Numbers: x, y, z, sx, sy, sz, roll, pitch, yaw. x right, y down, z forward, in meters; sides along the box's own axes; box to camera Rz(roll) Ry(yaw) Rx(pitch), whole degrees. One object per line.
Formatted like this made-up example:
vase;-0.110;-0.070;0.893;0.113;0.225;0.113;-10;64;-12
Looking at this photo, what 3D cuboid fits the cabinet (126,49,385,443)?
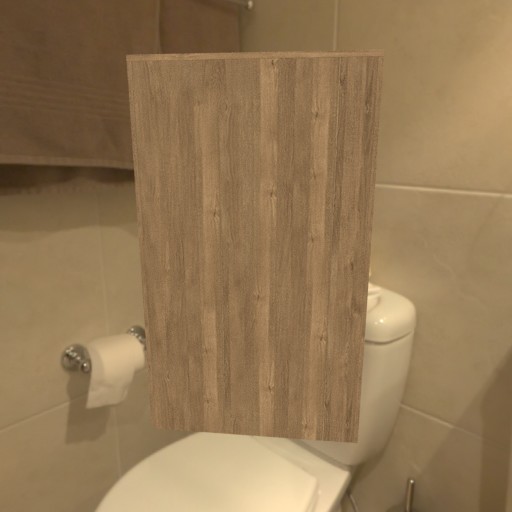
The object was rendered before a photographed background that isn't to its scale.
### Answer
cabinet;0.000;0.000;1.561;0.750;1.280;0.250;2;15;6
